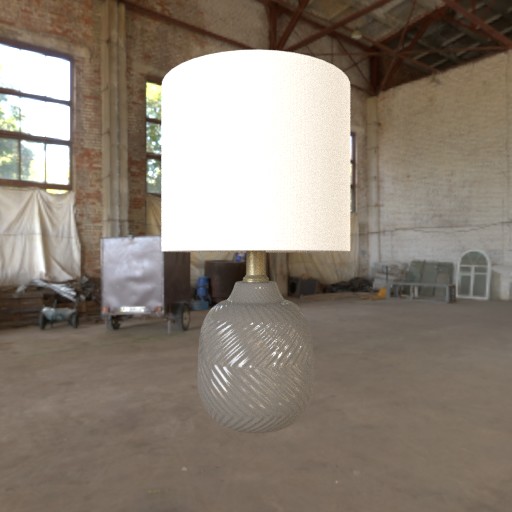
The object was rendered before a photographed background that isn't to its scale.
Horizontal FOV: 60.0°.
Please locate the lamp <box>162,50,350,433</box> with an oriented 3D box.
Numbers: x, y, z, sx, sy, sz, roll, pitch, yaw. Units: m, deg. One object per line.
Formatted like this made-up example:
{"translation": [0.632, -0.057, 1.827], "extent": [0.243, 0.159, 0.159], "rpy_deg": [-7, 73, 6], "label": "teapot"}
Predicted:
{"translation": [0.000, 0.000, 0.496], "extent": [0.207, 0.366, 0.207], "rpy_deg": [0, 0, -19], "label": "lamp"}
